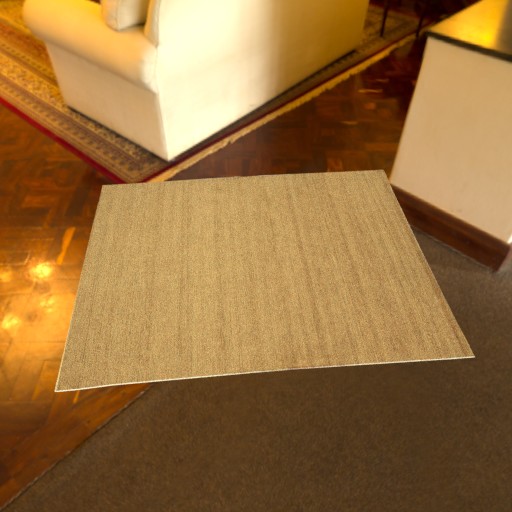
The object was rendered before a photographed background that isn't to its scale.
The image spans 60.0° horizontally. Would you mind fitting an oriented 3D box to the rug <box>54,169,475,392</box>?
[{"bbox_3d":[0.000,0.000,4.168,3.202,0.045,2.434,-4,47,-3],"label":"rug"}]
